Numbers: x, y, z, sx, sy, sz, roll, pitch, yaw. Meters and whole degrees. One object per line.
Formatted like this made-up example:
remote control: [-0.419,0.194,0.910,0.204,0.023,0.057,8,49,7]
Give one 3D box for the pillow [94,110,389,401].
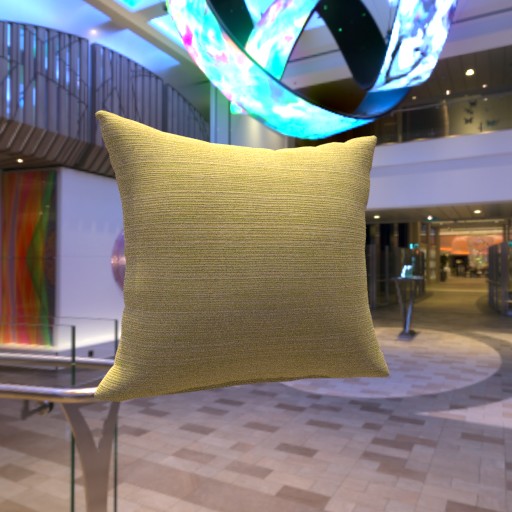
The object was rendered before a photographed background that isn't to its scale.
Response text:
pillow: [0.000,0.000,0.815,0.560,0.487,0.229,0,-1,-18]
